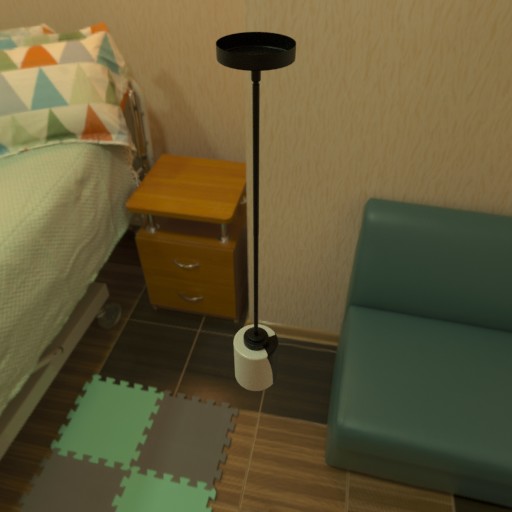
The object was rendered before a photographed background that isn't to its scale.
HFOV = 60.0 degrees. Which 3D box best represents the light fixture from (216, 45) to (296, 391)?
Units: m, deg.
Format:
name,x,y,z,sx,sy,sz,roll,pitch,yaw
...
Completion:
name,x,y,z,sx,sy,sz,roll,pitch,yaw
light fixture,0.000,0.000,0.961,0.123,0.863,0.123,-12,42,-13
